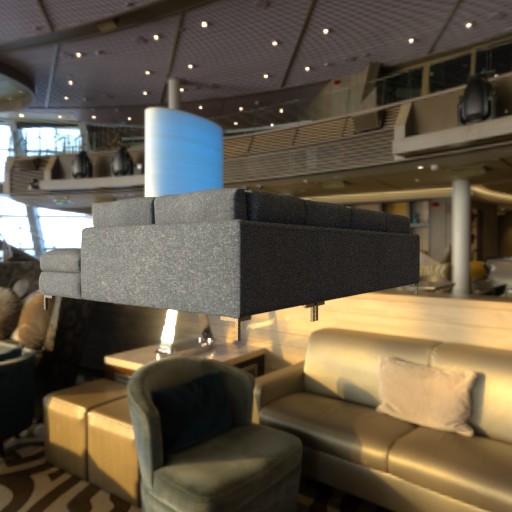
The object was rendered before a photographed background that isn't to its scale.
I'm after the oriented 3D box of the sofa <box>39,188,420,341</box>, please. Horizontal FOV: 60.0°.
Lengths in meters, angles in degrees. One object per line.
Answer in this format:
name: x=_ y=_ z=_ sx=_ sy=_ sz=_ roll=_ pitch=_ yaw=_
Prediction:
sofa: x=0.000 y=0.000 z=3.974 sx=2.007 sy=0.815 sz=2.949 roll=1 pitch=1 yaw=37
